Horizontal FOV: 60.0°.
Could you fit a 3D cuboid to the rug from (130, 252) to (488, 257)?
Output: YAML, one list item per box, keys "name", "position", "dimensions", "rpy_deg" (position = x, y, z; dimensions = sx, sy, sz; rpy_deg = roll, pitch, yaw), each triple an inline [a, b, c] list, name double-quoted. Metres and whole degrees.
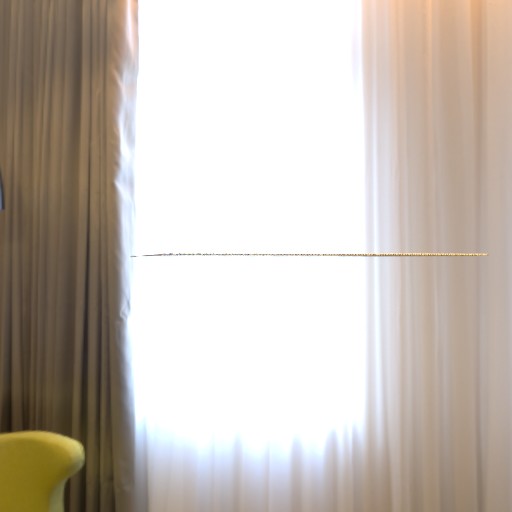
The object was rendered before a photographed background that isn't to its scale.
- name: "rug"
  position: [0.000, 0.000, 4.225]
  dimensions: [2.143, 0.015, 3.422]
  rpy_deg: [0, 0, -19]
